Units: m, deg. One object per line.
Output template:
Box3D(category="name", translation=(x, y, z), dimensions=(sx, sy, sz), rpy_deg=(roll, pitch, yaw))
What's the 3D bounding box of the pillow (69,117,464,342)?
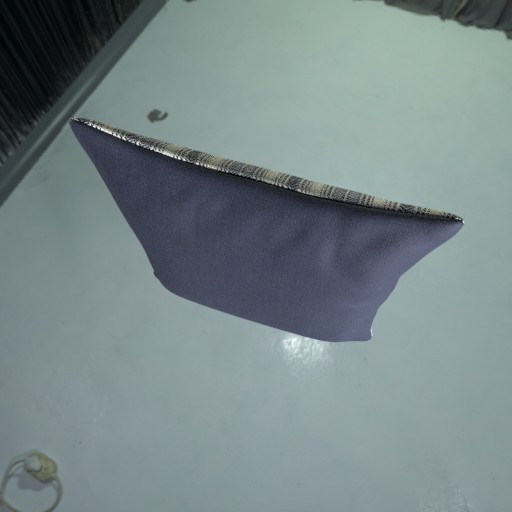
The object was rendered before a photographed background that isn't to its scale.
Box3D(category="pillow", translation=(0.000, 0.000, 0.779), dimensions=(0.520, 0.508, 0.166), rpy_deg=(16, 64, 8))
